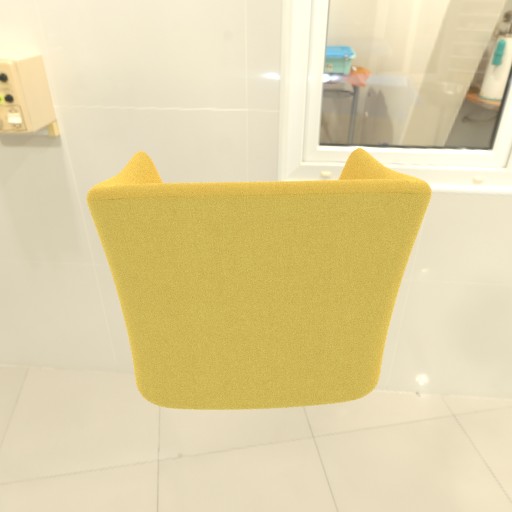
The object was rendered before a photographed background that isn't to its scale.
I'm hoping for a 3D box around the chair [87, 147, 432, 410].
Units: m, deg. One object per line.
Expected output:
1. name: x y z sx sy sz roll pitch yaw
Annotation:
1. chair: 0.000 0.000 1.331 0.790 0.720 0.700 -1 32 -2
